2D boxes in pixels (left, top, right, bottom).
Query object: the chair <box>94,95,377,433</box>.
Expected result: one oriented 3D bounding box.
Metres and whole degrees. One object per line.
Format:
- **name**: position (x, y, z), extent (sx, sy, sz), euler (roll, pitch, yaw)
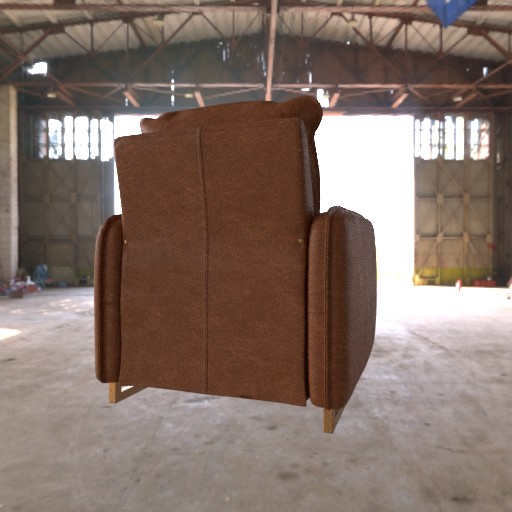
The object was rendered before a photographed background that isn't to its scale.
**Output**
- **chair**: position (0.000, 0.000, 1.642), extent (0.830, 0.922, 0.922), euler (0, 1, 20)
